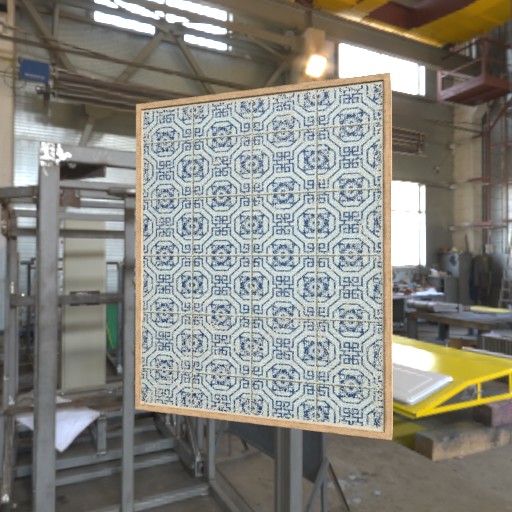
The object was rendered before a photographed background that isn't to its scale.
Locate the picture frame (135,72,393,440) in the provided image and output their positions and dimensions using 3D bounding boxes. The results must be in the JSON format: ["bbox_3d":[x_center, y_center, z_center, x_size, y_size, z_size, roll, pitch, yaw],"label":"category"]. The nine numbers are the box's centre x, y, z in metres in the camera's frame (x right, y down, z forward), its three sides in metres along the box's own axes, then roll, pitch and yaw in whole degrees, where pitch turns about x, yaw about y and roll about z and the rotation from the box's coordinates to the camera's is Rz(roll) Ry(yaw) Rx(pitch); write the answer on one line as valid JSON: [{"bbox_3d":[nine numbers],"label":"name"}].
[{"bbox_3d":[0.000,0.000,0.720,0.421,0.526,0.046,0,-1,18],"label":"picture frame"}]
